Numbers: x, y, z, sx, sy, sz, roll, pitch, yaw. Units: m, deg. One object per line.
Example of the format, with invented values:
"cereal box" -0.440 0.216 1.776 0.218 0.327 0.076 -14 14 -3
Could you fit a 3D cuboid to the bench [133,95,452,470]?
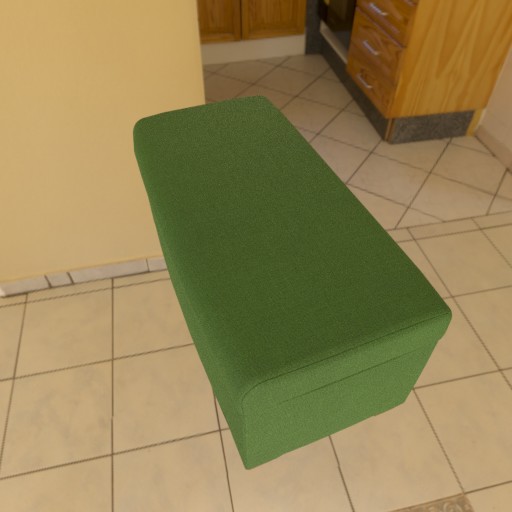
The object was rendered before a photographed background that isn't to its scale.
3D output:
"bench" 0.000 0.000 1.293 0.505 0.501 0.989 -17 49 -15
